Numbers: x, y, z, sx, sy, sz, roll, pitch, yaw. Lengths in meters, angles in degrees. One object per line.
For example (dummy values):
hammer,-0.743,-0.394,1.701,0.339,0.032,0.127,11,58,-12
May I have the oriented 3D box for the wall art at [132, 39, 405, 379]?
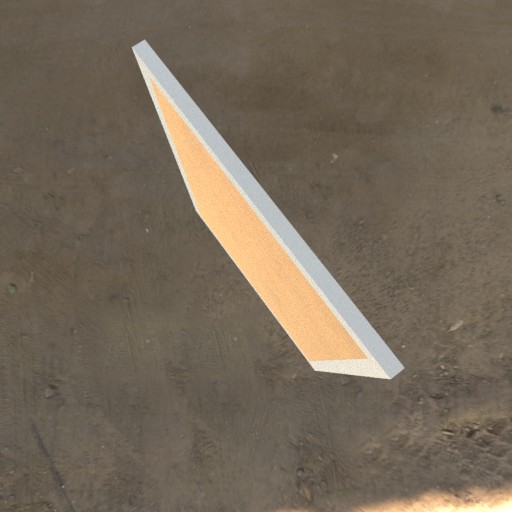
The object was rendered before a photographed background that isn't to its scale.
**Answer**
wall art,0.000,0.000,1.071,0.026,0.811,0.661,-36,79,-8
